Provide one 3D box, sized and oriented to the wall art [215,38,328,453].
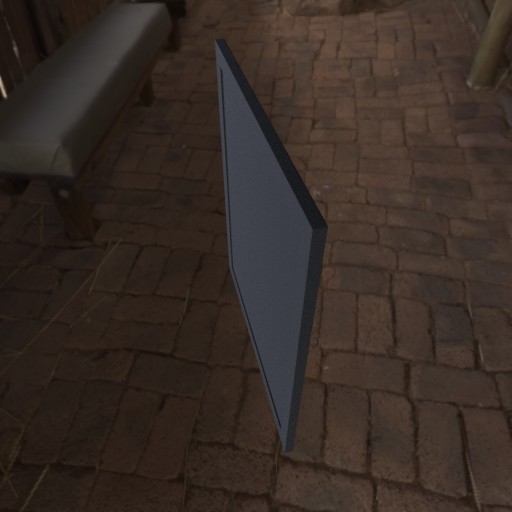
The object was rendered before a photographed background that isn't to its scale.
[{"bbox_3d":[0.000,0.000,0.503,0.010,0.361,0.311,-11,47,-10],"label":"wall art"}]
